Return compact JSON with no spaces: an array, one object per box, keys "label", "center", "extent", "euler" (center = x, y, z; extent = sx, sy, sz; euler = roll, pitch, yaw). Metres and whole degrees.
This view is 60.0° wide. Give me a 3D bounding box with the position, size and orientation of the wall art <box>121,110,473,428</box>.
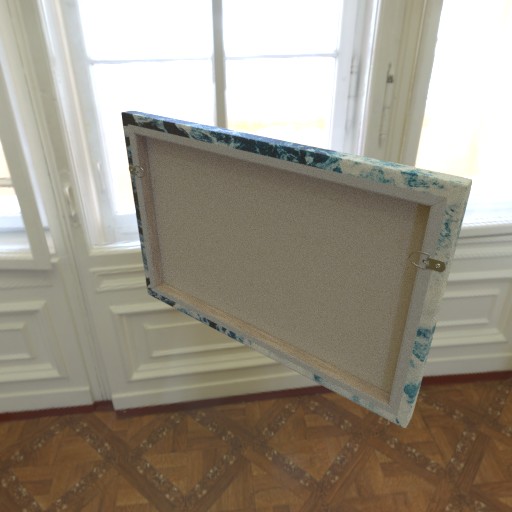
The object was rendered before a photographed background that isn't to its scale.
[{"label":"wall art","center":[0.000,0.000,1.144],"extent":[0.915,0.610,0.042],"euler":[21,36,32]}]
